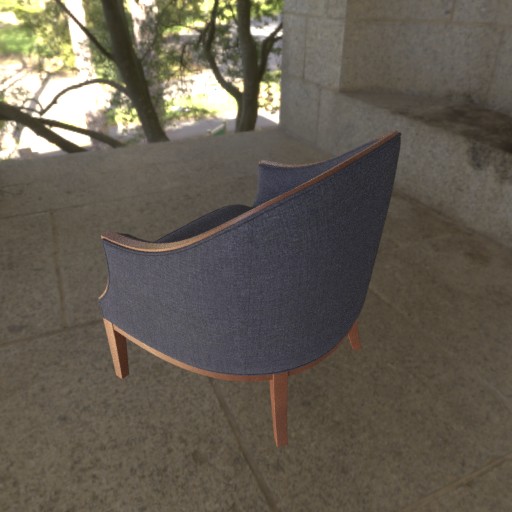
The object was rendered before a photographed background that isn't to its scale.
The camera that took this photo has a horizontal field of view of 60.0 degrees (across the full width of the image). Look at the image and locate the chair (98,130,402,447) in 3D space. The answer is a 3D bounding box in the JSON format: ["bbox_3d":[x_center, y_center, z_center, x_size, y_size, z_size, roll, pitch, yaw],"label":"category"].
[{"bbox_3d":[0.000,0.000,1.450,0.735,0.876,0.803,21,37,31],"label":"chair"}]
